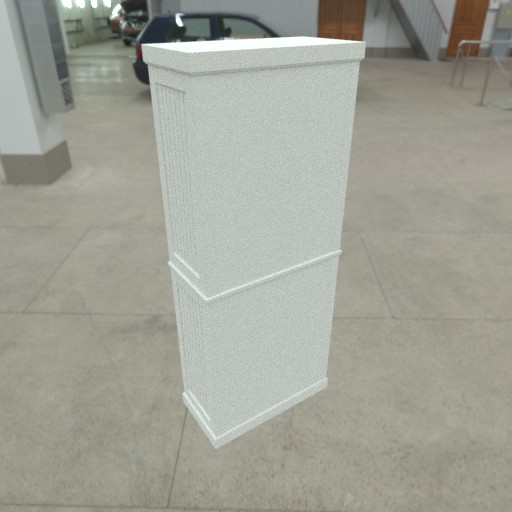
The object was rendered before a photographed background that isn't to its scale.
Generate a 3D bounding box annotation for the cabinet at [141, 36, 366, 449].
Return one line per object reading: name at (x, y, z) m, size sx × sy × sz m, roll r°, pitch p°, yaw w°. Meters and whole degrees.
cabinet at (0.000, 0.000, 2.105) m, size 0.754 × 1.829 × 0.390 m, roll -18°, pitch 35°, yaw -29°
